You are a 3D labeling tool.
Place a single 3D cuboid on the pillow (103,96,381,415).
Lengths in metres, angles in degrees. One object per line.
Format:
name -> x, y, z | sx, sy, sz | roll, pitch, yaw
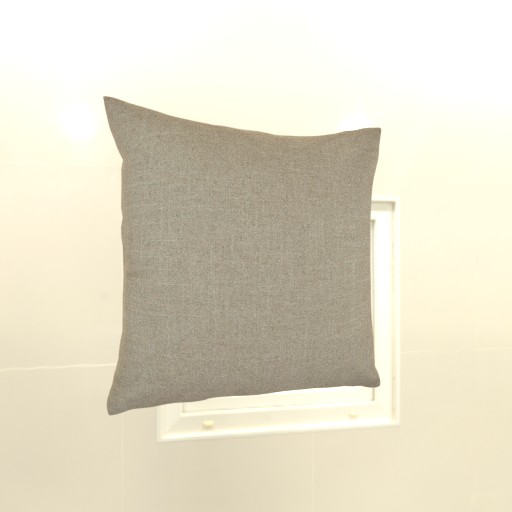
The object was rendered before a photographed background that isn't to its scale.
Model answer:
pillow -> 0.000, 0.000, 0.788 | 0.513, 0.511, 0.158 | 0, 0, -18
